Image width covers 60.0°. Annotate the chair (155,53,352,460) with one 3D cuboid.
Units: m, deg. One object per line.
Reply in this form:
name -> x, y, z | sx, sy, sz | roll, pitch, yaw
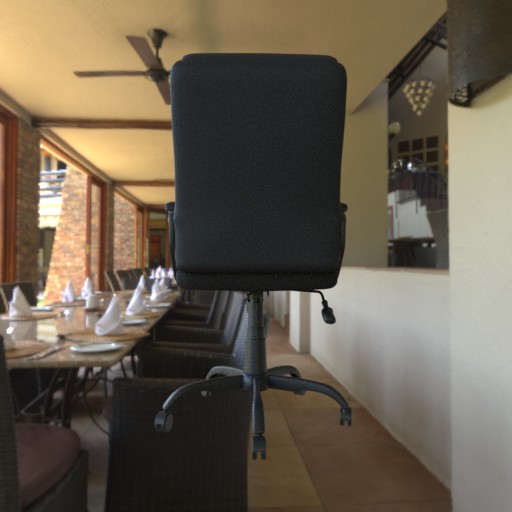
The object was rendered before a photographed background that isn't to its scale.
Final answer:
chair -> 0.000, 0.000, 1.451 | 0.615, 1.072, 0.655 | 0, -1, -2
